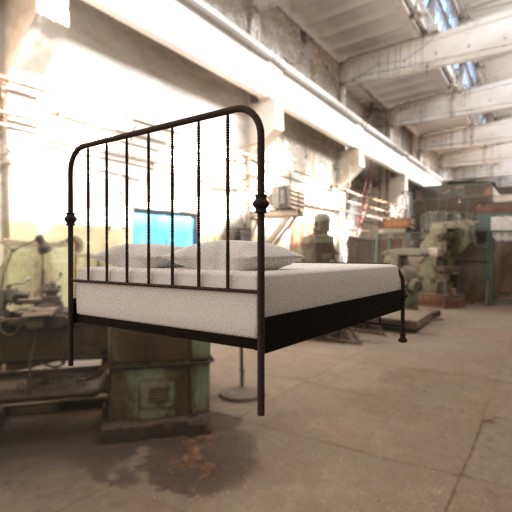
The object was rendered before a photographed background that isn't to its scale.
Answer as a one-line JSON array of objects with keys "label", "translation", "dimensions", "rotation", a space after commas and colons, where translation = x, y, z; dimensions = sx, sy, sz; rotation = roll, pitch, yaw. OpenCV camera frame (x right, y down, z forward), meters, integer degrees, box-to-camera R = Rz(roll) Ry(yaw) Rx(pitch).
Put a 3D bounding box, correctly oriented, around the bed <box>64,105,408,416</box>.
[{"label": "bed", "translation": [0.000, 0.000, 3.315], "dimensions": [1.616, 1.446, 2.134], "rotation": [0, 0, 36]}]
